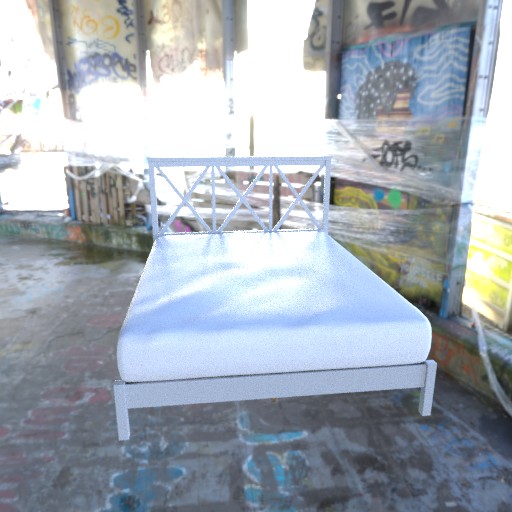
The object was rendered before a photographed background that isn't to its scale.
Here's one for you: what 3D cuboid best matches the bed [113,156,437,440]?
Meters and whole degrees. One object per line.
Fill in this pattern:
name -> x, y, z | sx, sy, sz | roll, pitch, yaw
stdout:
bed -> 0.000, 0.000, 3.151 | 1.673, 1.253, 2.135 | -2, 16, -7
